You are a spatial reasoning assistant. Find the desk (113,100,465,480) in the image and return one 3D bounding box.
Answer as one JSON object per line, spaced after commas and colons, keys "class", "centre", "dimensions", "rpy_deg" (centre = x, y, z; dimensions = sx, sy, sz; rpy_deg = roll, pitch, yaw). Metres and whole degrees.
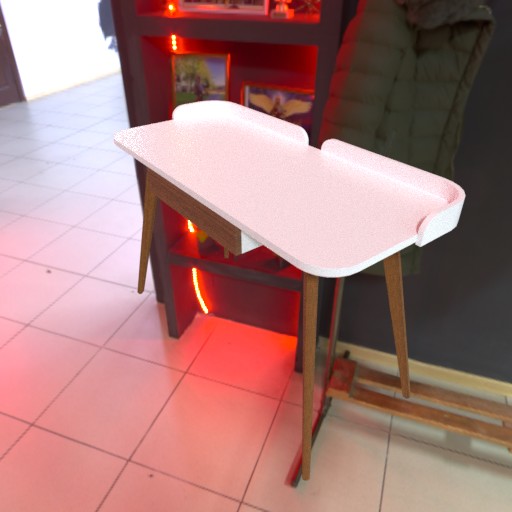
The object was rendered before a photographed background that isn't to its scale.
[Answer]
{"class": "desk", "centre": [0.000, 0.000, 1.615], "dimensions": [0.534, 0.807, 1.206], "rpy_deg": [-23, 40, -31]}
